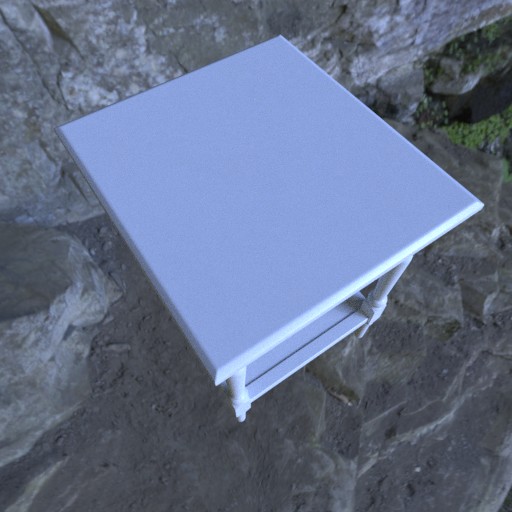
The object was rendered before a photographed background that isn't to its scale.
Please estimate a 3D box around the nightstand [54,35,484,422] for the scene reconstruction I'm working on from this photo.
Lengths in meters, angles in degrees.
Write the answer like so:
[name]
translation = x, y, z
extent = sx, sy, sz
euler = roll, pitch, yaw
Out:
[nightstand]
translation = 0.000, 0.000, 0.916
extent = 0.459, 0.555, 0.505
euler = -30, 63, -17
